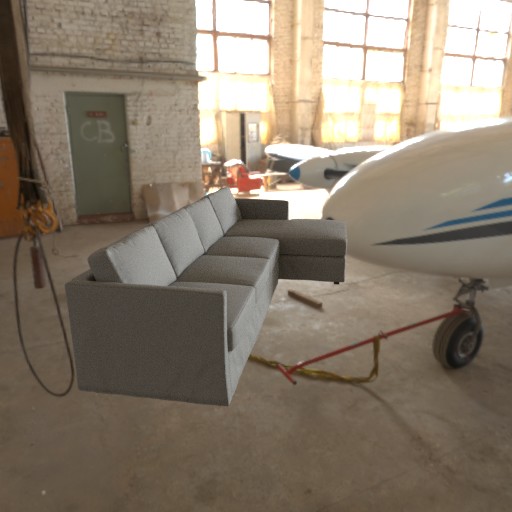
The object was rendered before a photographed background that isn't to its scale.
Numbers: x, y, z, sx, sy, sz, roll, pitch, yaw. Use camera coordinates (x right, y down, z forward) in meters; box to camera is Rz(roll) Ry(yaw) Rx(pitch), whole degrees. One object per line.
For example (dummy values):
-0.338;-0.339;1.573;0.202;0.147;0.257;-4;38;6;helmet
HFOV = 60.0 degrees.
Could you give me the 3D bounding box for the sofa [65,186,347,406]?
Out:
0.000;0.000;3.902;1.622;0.867;3.177;3;16;10;sofa
